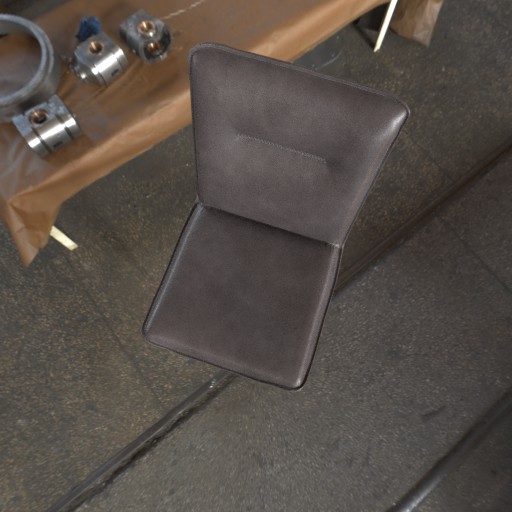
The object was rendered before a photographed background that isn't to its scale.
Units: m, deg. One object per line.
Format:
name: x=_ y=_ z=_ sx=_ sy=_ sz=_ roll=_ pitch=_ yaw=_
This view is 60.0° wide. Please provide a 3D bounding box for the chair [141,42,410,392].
chair: x=0.000 y=0.000 z=1.333 sx=0.515 sy=0.932 sz=0.688 roll=18 pitch=75 yaw=5
